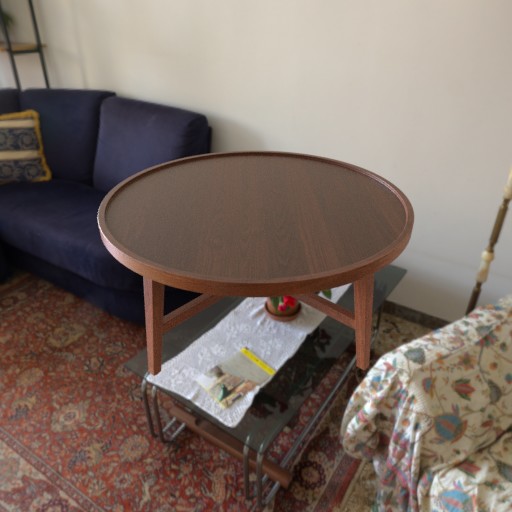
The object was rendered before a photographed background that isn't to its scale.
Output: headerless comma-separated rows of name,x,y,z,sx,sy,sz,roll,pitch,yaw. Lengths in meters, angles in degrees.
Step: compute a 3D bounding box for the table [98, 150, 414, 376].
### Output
table,0.000,0.000,1.263,0.800,0.360,0.800,0,31,0
